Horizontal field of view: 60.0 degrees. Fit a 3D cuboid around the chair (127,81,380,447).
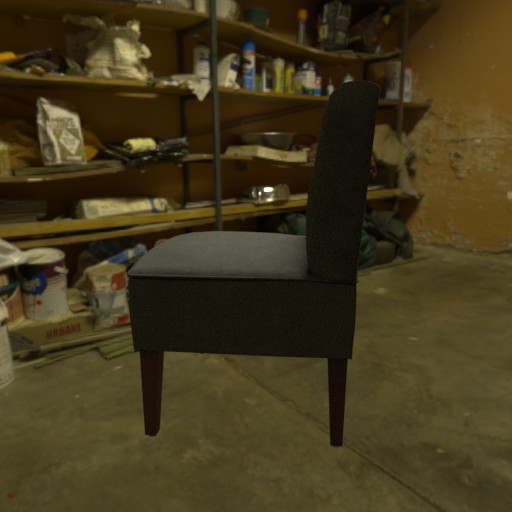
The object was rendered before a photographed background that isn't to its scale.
[{"bbox_3d":[0.000,0.000,1.167,0.554,0.806,0.521,2,14,9],"label":"chair"}]
